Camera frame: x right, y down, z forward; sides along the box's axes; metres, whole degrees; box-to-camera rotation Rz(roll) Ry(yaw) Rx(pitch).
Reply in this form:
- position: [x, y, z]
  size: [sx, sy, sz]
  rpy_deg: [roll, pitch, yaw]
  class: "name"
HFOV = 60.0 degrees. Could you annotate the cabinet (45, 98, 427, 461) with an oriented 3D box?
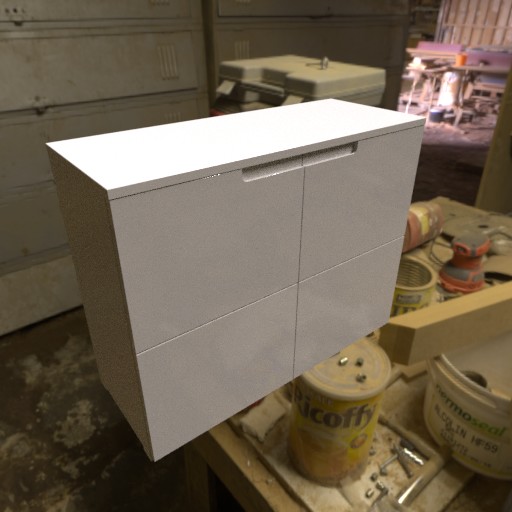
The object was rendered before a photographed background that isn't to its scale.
- position: [0.000, 0.000, 1.413]
  size: [1.000, 0.800, 0.400]
  rpy_deg: [-21, 35, -32]
  class: "cabinet"
